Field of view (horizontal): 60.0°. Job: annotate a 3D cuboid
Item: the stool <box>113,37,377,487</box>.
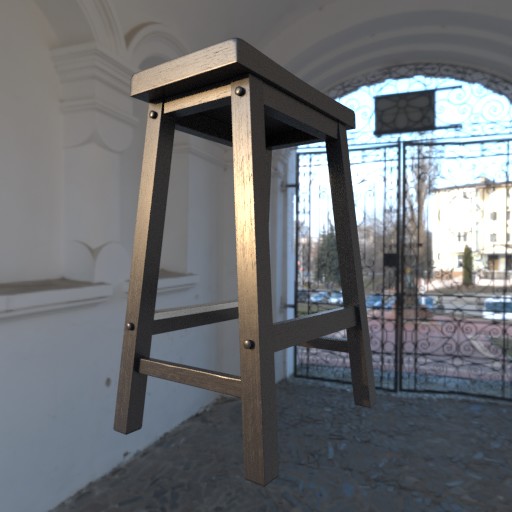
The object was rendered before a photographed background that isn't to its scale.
[{"bbox_3d":[0.000,0.000,0.842,0.322,0.610,0.406,0,0,36],"label":"stool"}]
